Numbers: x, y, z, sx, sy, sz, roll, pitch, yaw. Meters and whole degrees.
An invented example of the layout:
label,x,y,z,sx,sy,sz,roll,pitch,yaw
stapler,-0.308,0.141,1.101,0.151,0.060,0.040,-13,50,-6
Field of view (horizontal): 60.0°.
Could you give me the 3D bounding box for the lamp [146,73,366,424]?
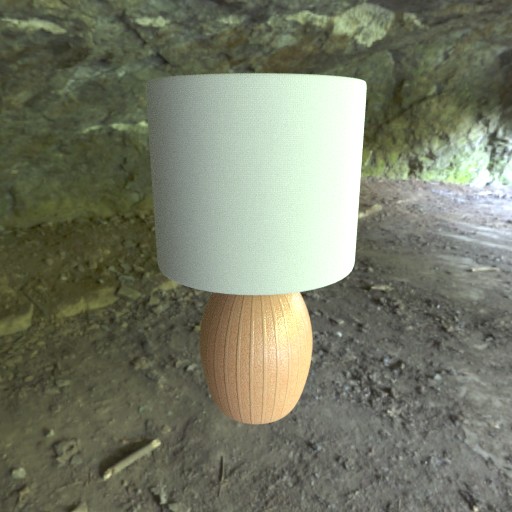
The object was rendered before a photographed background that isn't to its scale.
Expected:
label,x,y,z,sx,sy,sz,roll,pitch,yaw
lamp,0.000,0.000,0.756,0.329,0.570,0.329,0,17,0
